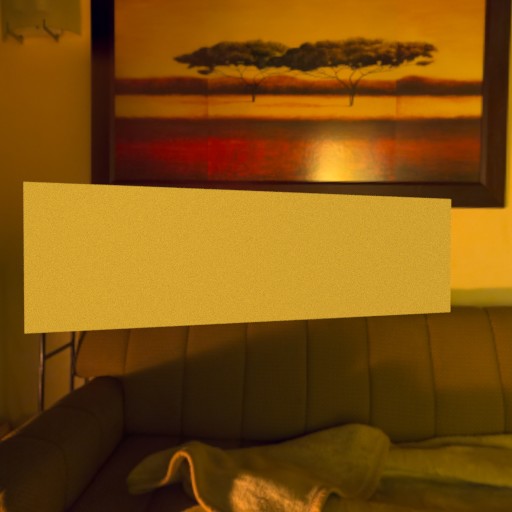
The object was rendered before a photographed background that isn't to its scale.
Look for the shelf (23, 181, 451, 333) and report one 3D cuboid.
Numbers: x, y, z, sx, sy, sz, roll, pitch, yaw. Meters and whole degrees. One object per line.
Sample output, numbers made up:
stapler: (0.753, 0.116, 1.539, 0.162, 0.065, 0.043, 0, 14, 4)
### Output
shelf: (0.000, 0.000, 1.120, 1.020, 0.300, 0.200, 0, 1, -17)
